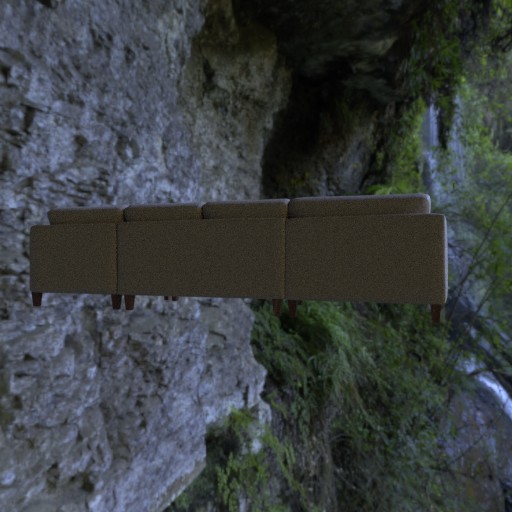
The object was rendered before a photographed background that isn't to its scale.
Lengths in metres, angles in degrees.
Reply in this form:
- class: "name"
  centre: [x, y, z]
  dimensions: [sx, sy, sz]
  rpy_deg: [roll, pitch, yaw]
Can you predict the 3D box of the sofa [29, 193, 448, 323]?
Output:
- class: "sofa"
  centre: [0.000, 0.000, 4.555]
  dimensions: [3.403, 0.889, 2.551]
  rpy_deg: [0, 0, 17]
